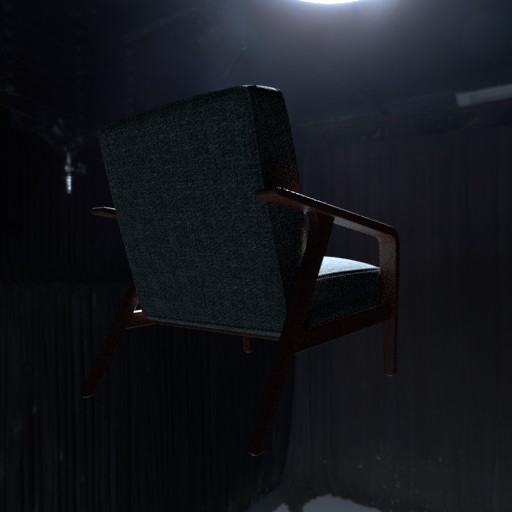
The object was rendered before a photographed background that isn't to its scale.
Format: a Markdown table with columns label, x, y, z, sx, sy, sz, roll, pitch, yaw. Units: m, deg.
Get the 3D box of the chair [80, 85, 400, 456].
| label | x | y | z | sx | sy | sz | roll | pitch | yaw |
| --- | --- | --- | --- | --- | --- | --- | --- | --- | --- |
| chair | 0.000 | 0.000 | 1.510 | 0.719 | 0.864 | 0.889 | 0 | 0 | 37 |
